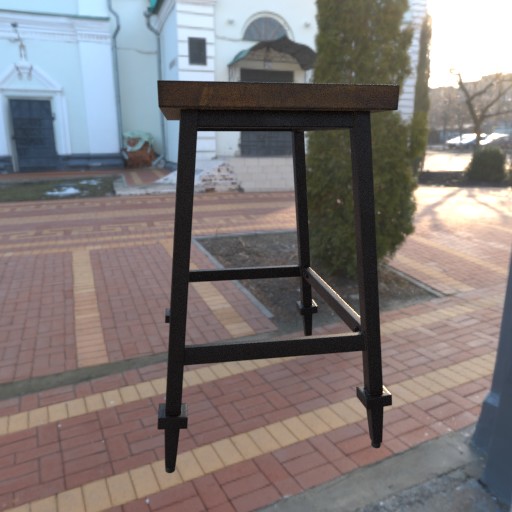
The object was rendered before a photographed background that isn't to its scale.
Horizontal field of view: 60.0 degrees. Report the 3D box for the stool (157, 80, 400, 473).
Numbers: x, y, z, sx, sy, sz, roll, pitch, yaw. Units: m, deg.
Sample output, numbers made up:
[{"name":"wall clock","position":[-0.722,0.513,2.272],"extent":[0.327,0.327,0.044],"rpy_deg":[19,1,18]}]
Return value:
[{"name":"stool","position":[0.000,0.000,0.923],"extent":[0.405,0.625,0.486],"rpy_deg":[-3,15,-9]}]
